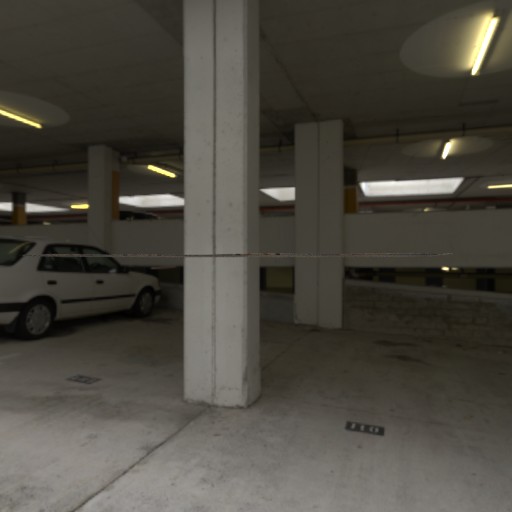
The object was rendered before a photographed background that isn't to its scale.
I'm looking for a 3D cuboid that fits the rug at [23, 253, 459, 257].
[{"bbox_3d":[0.000,0.000,3.878,3.000,0.012,2.371,0,0,18],"label":"rug"}]
